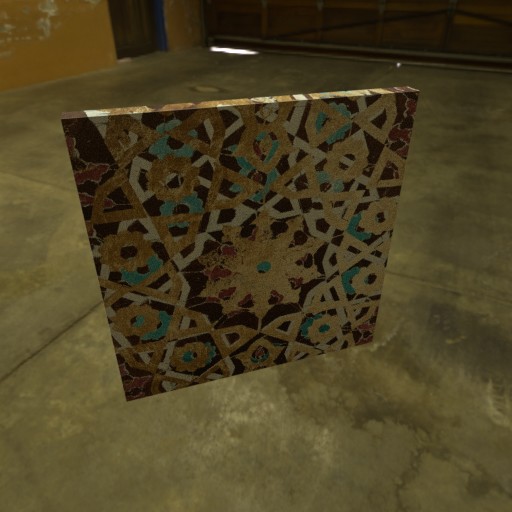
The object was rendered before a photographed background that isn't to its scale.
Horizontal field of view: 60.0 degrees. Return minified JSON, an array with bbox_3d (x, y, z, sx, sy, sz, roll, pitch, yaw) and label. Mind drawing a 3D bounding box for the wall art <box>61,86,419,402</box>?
[{"bbox_3d":[0.000,0.000,0.902,0.609,0.613,0.041,-10,34,-15],"label":"wall art"}]
